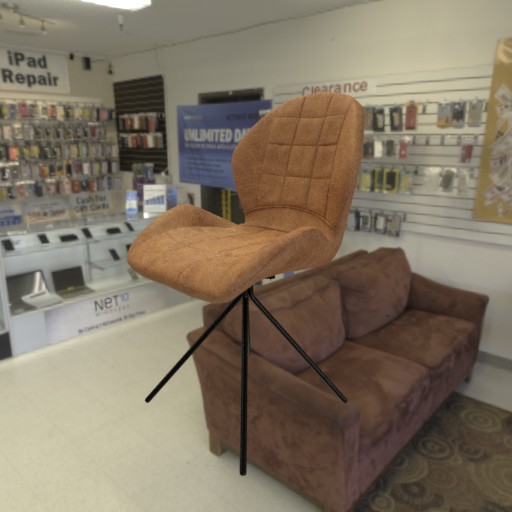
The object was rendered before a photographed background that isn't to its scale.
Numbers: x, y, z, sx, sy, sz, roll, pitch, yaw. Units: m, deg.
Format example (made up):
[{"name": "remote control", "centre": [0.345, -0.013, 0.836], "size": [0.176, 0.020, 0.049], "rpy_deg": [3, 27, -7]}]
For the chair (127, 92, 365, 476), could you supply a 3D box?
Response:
[{"name": "chair", "centre": [0.000, 0.000, 1.285], "size": [0.640, 0.929, 0.527], "rpy_deg": [-15, 21, -43]}]
